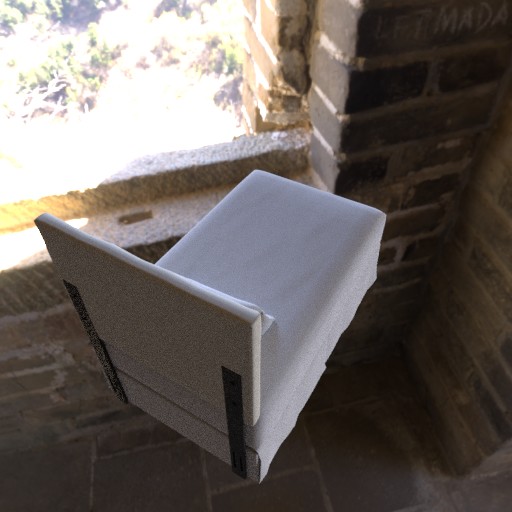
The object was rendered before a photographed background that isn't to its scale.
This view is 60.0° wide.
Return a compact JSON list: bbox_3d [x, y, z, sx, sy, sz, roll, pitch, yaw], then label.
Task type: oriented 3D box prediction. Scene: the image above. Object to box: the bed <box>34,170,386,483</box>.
[{"bbox_3d":[0.000,0.000,2.891,1.261,1.571,1.997,23,49,21],"label":"bed"}]
